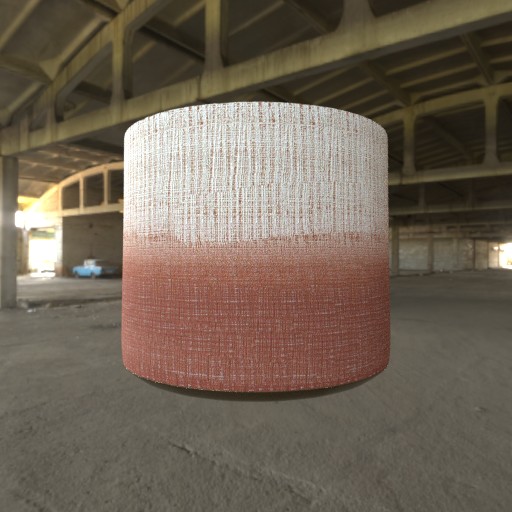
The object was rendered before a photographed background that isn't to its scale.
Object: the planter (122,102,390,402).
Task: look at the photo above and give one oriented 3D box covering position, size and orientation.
[{"bbox_3d":[0.000,0.000,0.437,0.254,0.221,0.254,0,0,0],"label":"planter"}]
